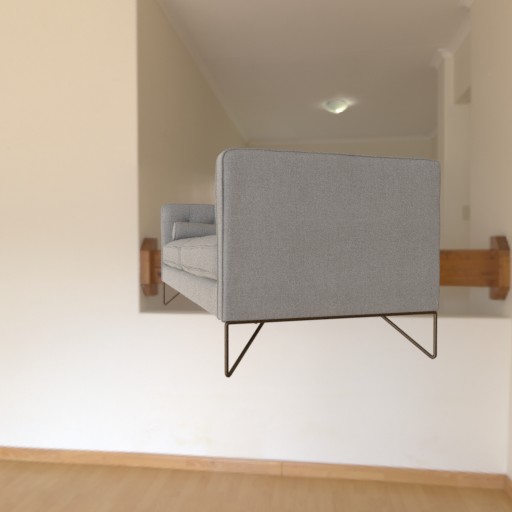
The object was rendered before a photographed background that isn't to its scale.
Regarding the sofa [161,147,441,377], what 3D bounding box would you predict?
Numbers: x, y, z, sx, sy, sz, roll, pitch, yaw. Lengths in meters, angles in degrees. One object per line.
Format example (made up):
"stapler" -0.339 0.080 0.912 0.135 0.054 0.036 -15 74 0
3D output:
"sofa" 0.000 0.000 2.605 0.912 0.798 2.079 0 1 -18
